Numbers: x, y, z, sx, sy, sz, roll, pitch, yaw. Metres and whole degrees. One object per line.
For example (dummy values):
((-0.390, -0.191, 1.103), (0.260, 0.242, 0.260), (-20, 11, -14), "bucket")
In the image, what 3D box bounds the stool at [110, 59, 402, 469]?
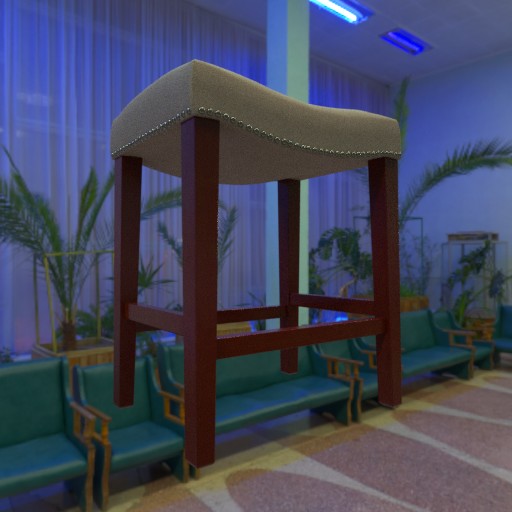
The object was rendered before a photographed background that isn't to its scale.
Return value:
((0.000, 0.000, 0.941), (0.509, 0.632, 0.375), (0, -1, -36), "stool")
